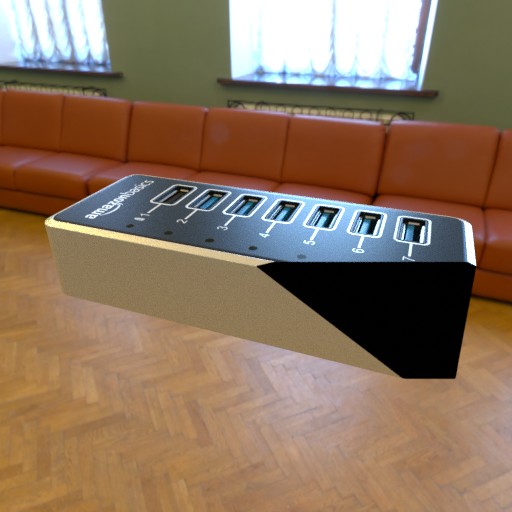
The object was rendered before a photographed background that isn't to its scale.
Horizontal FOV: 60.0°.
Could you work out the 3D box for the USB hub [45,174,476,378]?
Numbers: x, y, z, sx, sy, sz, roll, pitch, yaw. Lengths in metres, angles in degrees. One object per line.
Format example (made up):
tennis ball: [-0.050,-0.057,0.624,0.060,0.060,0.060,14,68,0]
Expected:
USB hub: [0.000,0.000,0.126,0.110,0.023,0.044,10,31,18]
